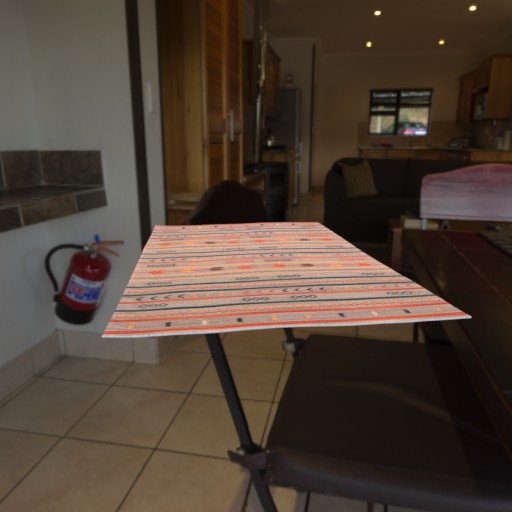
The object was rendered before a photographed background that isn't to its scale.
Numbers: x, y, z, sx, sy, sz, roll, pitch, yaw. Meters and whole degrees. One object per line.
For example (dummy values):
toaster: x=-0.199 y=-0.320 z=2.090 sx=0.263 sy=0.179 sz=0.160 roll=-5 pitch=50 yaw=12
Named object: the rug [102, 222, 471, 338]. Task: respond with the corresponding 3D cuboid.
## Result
rug: x=0.000 y=0.000 z=2.971 sx=1.537 sy=0.029 sz=2.439 roll=-2 pitch=14 yaw=-8
